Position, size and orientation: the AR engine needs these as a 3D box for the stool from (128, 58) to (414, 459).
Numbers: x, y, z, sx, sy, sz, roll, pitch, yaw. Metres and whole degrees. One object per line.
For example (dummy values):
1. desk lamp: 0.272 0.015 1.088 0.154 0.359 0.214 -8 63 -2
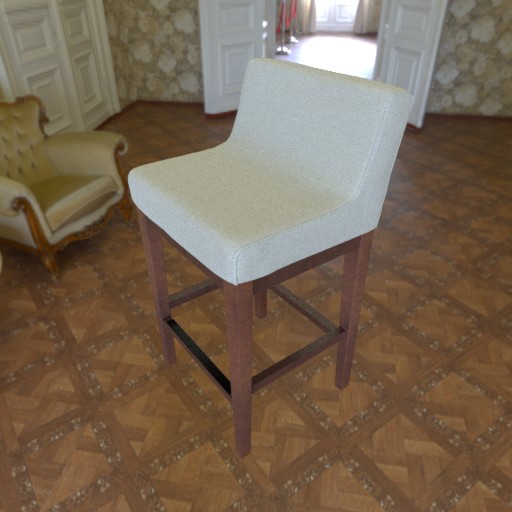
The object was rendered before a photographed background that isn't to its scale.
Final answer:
1. stool: 0.000 0.000 1.240 0.500 0.937 0.511 -23 40 -30
